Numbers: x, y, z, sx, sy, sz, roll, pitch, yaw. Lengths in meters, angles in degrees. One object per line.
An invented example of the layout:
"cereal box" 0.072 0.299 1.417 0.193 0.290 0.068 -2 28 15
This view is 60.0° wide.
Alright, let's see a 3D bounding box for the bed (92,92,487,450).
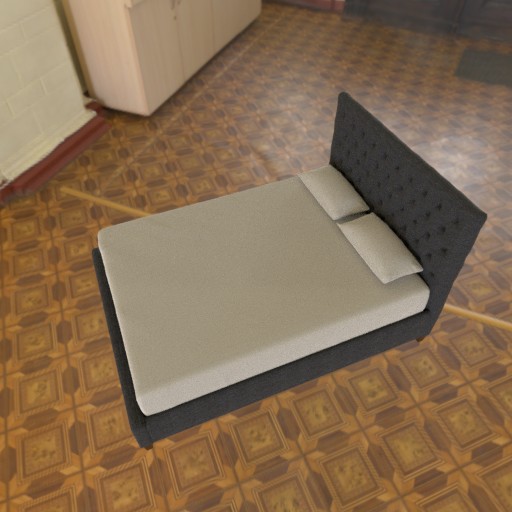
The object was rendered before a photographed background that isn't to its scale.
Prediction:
"bed" 0.000 0.000 3.386 2.387 1.427 1.698 -17 50 -15
